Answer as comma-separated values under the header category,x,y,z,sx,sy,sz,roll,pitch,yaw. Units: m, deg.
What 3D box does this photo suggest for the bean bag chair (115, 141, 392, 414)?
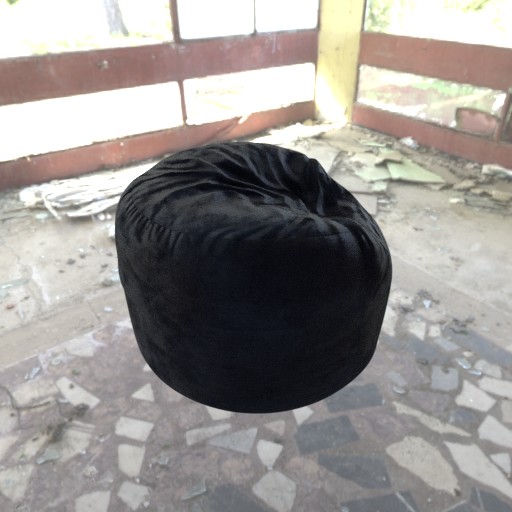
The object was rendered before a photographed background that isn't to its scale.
category,x,y,z,sx,sy,sz,roll,pitch,yaw
bean bag chair,0.000,0.000,1.537,0.918,0.616,0.918,0,32,0
